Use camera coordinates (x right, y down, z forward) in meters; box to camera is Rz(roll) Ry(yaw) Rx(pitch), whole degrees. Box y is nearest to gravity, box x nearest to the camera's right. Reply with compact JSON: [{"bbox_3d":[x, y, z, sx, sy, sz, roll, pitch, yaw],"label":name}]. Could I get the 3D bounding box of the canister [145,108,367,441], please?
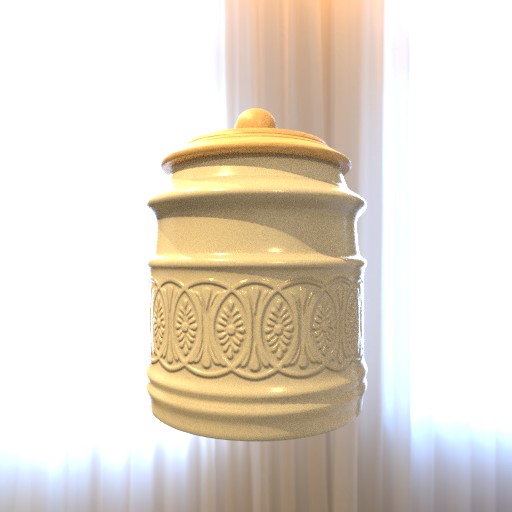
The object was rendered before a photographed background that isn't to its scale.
[{"bbox_3d":[0.000,0.000,0.267,0.130,0.176,0.130,0,-1,0],"label":"canister"}]
